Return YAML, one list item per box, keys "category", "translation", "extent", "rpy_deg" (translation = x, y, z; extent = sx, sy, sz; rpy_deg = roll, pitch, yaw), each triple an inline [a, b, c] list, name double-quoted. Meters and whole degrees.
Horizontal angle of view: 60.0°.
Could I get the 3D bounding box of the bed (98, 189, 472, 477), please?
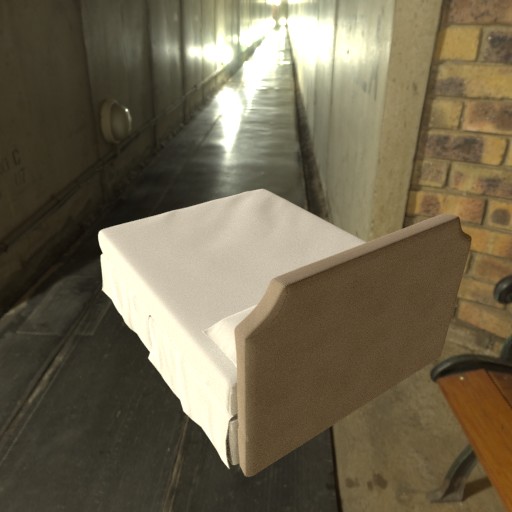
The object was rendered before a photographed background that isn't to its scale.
- category: "bed"
  translation: [0.000, 0.000, 3.602]
  extent: [1.977, 1.293, 2.498]
  rpy_deg: [-19, 35, -29]
